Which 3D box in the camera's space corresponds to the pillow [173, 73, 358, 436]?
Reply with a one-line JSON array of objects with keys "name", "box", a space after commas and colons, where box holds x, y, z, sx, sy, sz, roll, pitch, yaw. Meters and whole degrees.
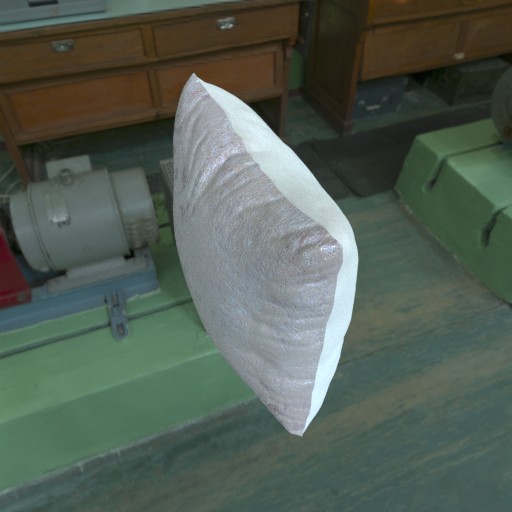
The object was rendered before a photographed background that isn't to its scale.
[{"name": "pillow", "box": [0.000, 0.000, 0.736, 0.245, 0.448, 0.450, -17, 49, -15]}]
